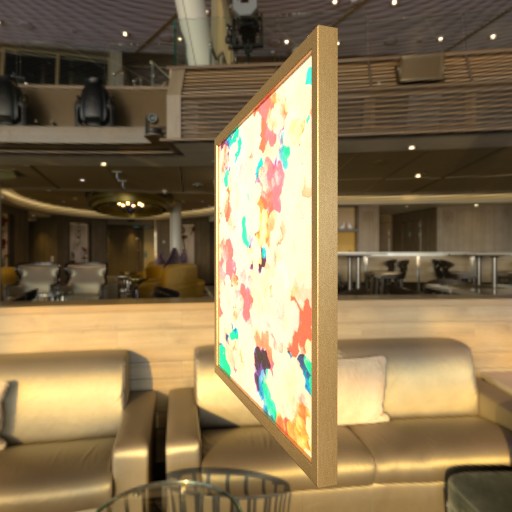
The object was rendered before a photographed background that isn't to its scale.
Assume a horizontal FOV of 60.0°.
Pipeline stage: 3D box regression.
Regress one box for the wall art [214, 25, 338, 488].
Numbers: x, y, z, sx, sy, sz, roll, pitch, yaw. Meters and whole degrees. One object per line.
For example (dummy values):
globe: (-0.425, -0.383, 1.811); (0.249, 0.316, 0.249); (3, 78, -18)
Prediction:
wall art: (0.000, 0.000, 1.102); (0.036, 0.765, 0.767); (0, 0, -18)
